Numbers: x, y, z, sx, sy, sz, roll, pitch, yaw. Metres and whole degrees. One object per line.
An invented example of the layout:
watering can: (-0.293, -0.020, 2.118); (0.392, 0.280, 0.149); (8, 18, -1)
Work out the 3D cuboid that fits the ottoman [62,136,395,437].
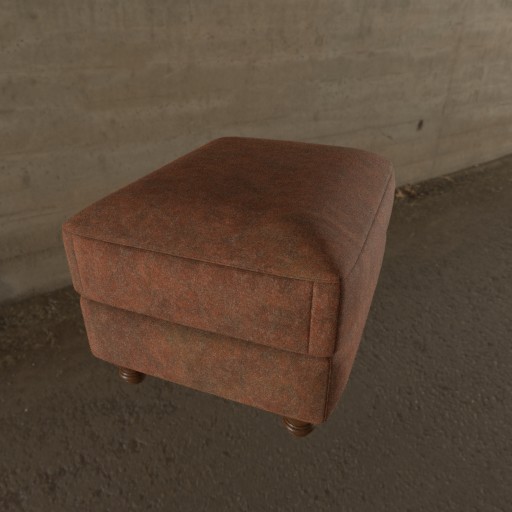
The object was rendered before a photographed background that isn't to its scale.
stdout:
ottoman: (0.000, 0.000, 1.186); (0.635, 0.508, 0.787); (11, 30, 19)
